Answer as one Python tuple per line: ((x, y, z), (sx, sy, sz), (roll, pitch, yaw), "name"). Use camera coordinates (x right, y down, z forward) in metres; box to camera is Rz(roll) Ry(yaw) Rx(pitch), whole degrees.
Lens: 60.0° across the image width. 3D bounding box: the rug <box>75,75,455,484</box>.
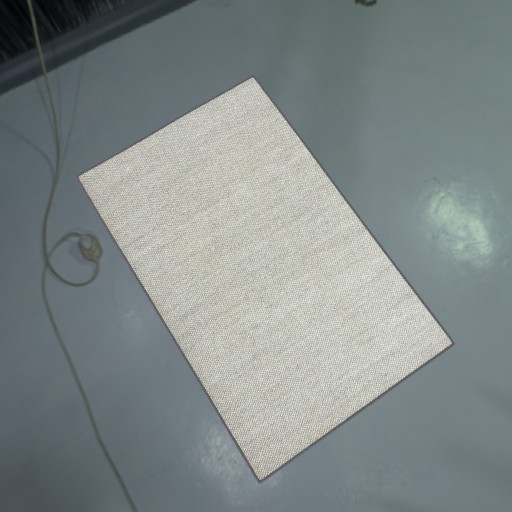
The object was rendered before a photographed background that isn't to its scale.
((0.000, 0.000, 2.103), (1.067, 0.013, 1.676), (-32, 78, -8), "rug")
